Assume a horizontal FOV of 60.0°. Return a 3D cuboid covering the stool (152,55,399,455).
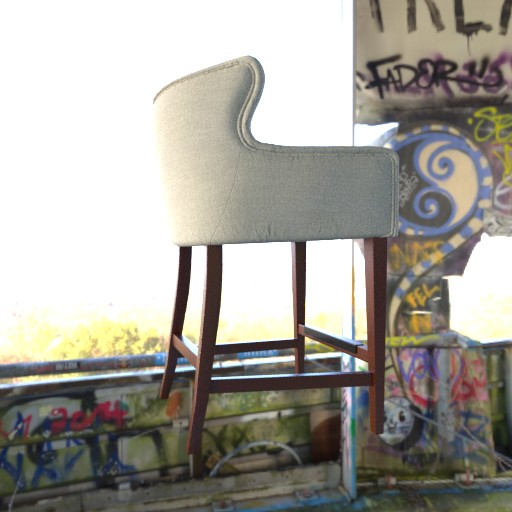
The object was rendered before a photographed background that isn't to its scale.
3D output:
[{"bbox_3d":[0.000,0.000,1.391,0.637,0.987,0.615,0,1,-19],"label":"stool"}]
